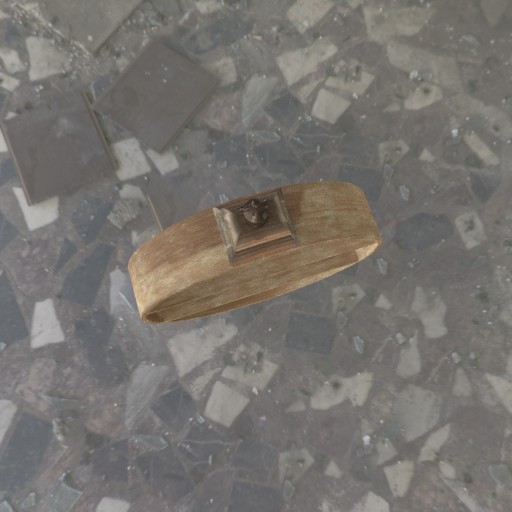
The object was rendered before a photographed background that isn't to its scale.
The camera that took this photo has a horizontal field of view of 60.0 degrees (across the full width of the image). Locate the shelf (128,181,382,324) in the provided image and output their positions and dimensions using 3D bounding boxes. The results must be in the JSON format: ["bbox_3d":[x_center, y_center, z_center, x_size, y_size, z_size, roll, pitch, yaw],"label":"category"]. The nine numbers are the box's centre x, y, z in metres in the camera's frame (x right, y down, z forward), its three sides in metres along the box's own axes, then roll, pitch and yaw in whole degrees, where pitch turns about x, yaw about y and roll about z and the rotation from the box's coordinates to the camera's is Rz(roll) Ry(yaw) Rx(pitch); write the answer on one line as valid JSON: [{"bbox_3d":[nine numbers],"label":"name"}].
[{"bbox_3d":[0.000,0.000,1.043,0.601,0.725,0.125,-17,77,-4],"label":"shelf"}]
